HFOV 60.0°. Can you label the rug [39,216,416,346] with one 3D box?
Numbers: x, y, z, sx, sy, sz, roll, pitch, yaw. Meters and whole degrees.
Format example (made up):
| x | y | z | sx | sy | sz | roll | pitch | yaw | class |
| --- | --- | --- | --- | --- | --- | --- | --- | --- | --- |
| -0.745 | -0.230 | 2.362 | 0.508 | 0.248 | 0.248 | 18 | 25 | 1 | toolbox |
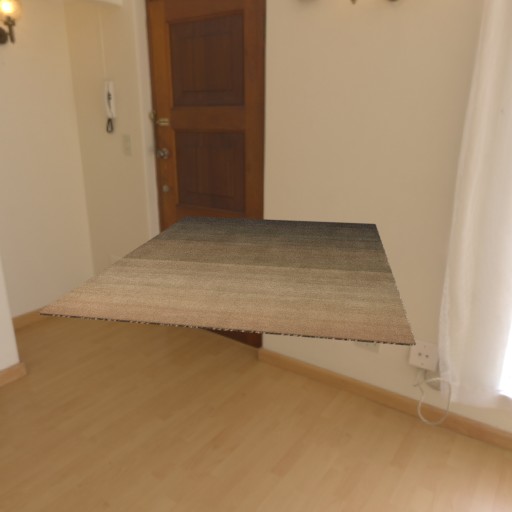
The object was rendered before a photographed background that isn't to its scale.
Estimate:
| x | y | z | sx | sy | sz | roll | pitch | yaw | class |
| --- | --- | --- | --- | --- | --- | --- | --- | --- | --- |
| 0.000 | 0.000 | 3.968 | 2.306 | 0.017 | 2.902 | 3 | 18 | 10 | rug |
